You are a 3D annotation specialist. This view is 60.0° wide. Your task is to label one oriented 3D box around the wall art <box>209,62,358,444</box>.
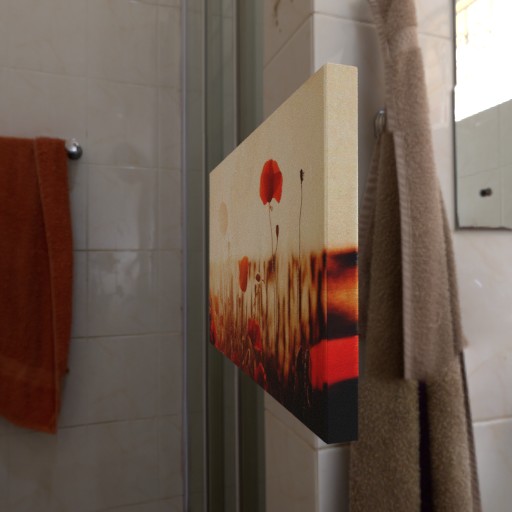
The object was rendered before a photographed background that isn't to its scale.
[{"bbox_3d":[0.000,0.000,0.763,0.040,0.402,0.613,0,-1,-17],"label":"wall art"}]
